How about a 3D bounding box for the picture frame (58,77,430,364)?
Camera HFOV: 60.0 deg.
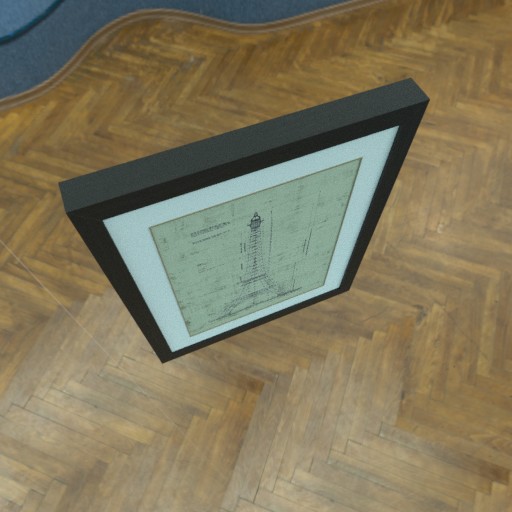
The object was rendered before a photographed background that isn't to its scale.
[{"bbox_3d":[0.000,0.000,0.761,0.452,0.555,0.044,-20,62,-11],"label":"picture frame"}]
